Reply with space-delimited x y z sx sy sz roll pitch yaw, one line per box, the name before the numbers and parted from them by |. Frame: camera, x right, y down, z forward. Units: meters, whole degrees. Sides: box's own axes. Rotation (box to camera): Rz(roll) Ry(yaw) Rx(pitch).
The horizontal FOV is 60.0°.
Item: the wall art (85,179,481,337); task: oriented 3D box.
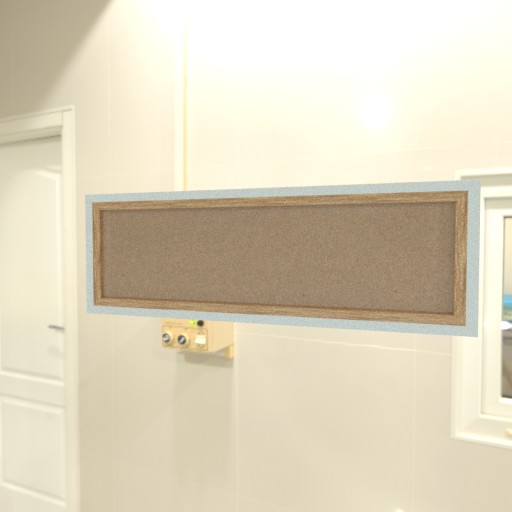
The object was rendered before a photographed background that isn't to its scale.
wall art | 0.000 0.000 1.675 1.520 0.507 0.039 1 2 18
